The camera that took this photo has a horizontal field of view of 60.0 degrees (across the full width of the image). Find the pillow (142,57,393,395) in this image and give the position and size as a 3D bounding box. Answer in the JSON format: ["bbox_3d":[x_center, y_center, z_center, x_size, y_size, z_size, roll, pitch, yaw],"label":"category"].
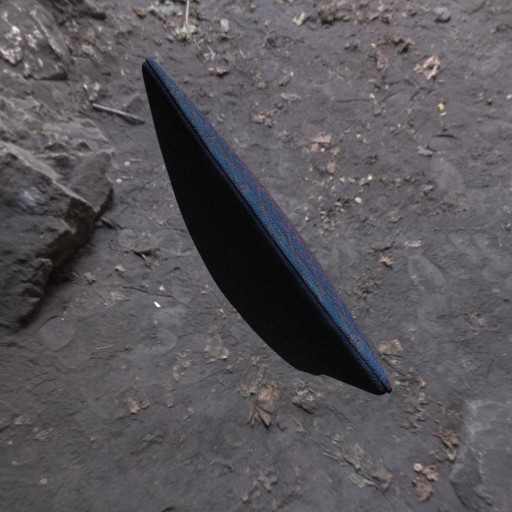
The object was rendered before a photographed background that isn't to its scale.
[{"bbox_3d":[0.000,0.000,0.647,0.141,0.431,0.431,-34,80,-7],"label":"pillow"}]
